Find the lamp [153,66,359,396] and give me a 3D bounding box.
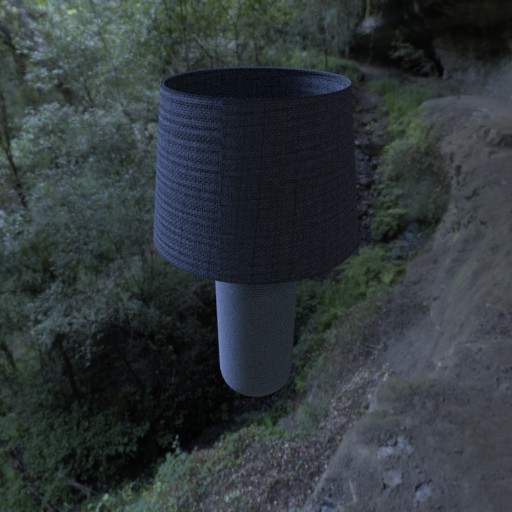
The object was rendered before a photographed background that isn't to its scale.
[{"bbox_3d":[0.000,0.000,0.574,0.251,0.429,0.251,0,31,0],"label":"lamp"}]
